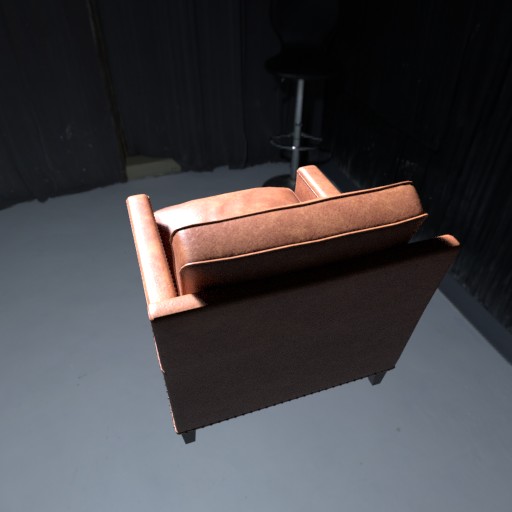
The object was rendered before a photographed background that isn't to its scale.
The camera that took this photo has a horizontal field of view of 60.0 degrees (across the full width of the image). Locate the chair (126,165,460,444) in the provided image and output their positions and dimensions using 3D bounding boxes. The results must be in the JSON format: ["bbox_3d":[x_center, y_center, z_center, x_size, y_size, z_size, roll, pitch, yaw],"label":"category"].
[{"bbox_3d":[0.000,0.000,1.674,0.853,0.943,1.014,-12,42,-14],"label":"chair"}]
